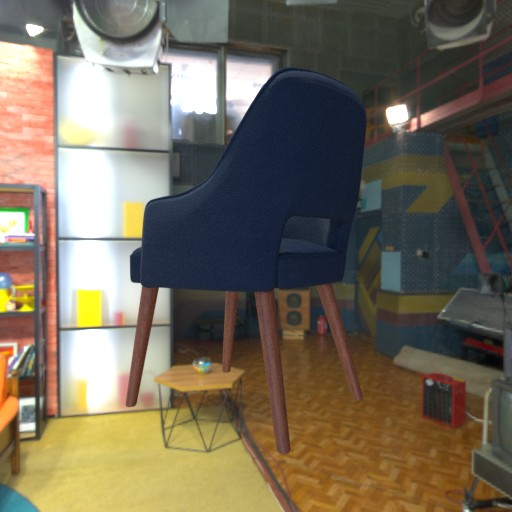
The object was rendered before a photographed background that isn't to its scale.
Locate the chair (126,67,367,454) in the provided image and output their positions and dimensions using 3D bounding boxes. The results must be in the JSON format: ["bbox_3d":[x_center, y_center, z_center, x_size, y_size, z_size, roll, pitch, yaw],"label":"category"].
[{"bbox_3d":[0.000,0.000,1.255,0.591,0.844,0.559,1,1,35],"label":"chair"}]
